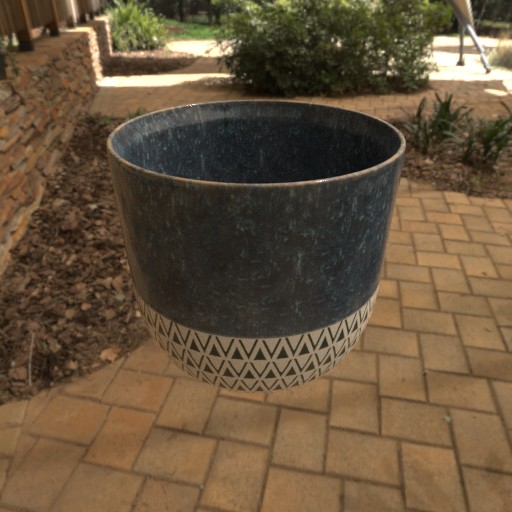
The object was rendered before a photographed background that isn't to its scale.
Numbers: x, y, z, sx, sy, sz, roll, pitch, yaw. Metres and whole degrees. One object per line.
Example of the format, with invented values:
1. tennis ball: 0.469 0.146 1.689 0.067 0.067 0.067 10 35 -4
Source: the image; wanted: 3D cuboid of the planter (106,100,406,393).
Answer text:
1. planter: 0.000 0.000 0.477 0.266 0.270 0.266 0 31 0
